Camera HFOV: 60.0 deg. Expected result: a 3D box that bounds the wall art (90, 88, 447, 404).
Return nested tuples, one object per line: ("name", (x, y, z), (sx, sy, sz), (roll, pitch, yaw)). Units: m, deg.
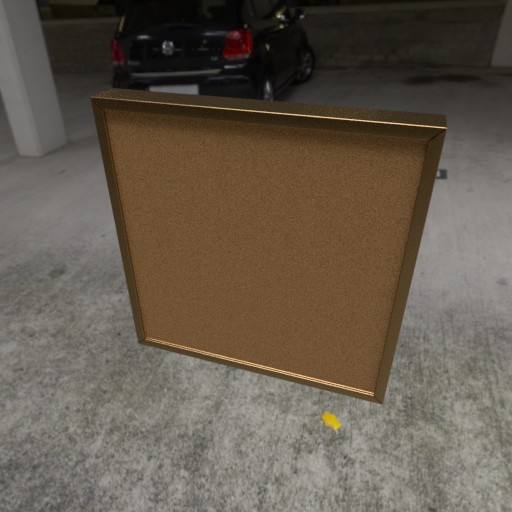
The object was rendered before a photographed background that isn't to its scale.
("wall art", (0.000, 0.000, 0.458), (0.305, 0.305, 0.037), (10, 34, 15))
